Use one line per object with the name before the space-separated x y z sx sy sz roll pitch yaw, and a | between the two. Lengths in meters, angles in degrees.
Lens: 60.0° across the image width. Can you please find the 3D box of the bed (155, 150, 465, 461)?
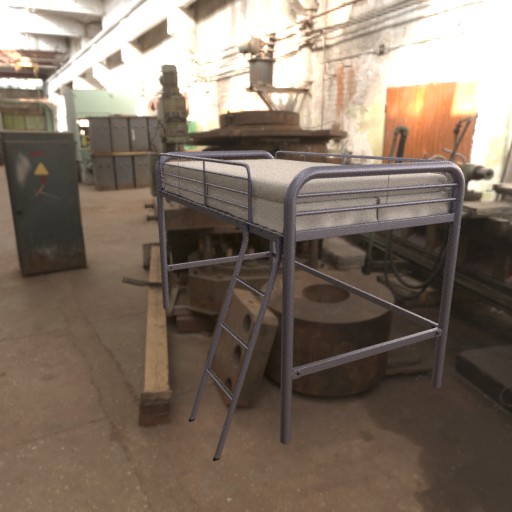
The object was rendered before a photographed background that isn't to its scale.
bed | 0.000 0.000 2.926 1.415 1.288 1.965 -8 17 -27
